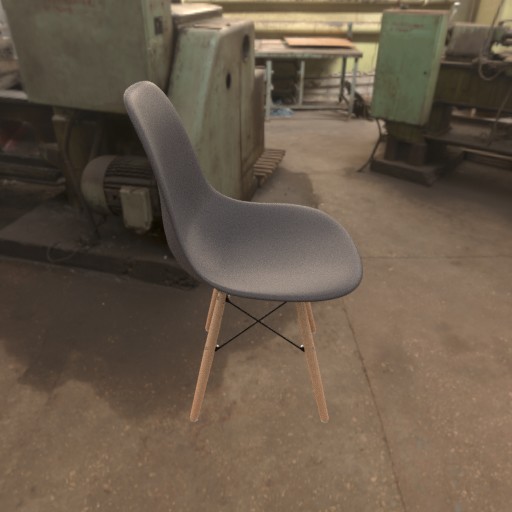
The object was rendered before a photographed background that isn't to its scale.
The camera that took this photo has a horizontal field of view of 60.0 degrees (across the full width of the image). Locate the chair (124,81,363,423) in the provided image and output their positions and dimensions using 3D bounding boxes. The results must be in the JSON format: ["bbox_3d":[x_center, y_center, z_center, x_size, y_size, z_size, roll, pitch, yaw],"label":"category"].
[{"bbox_3d":[0.000,0.000,1.141,0.533,0.826,0.470,1,32,1],"label":"chair"}]
